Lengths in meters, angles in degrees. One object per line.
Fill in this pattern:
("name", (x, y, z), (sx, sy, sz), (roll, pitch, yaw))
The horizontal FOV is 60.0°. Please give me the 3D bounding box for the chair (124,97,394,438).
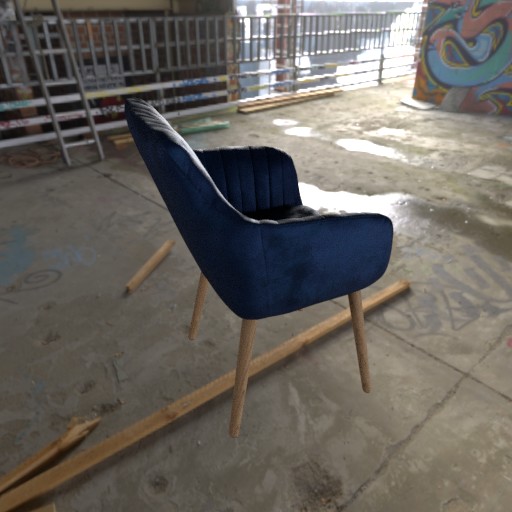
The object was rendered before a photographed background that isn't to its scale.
("chair", (0.000, 0.000, 1.228), (0.573, 0.826, 0.578), (-12, 32, -19))
